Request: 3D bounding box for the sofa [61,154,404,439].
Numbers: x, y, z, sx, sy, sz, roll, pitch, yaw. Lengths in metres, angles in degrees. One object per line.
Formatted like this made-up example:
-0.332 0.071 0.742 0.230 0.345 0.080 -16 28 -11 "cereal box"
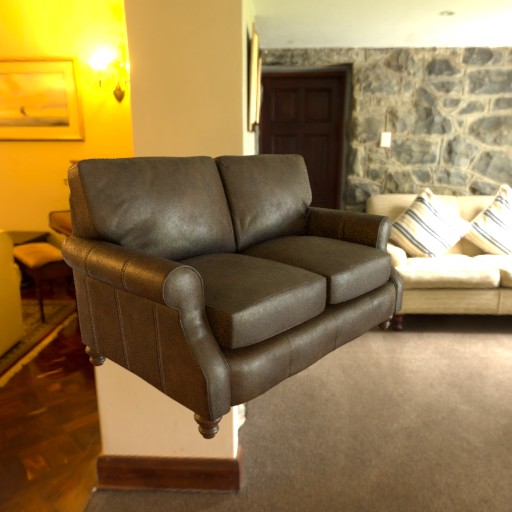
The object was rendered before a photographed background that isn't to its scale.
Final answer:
0.000 0.000 2.222 0.990 0.976 1.616 12 19 41 "sofa"
